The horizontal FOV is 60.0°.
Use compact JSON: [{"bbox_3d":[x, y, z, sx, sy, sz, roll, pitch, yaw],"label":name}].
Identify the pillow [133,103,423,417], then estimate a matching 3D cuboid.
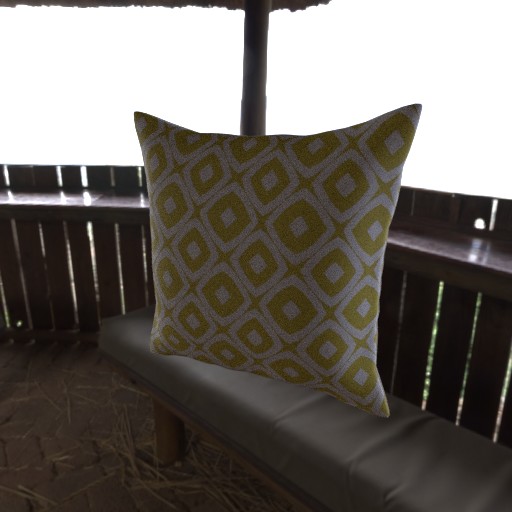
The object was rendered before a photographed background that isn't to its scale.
[{"bbox_3d":[0.000,0.000,0.774,0.504,0.494,0.188,8,18,26],"label":"pillow"}]
